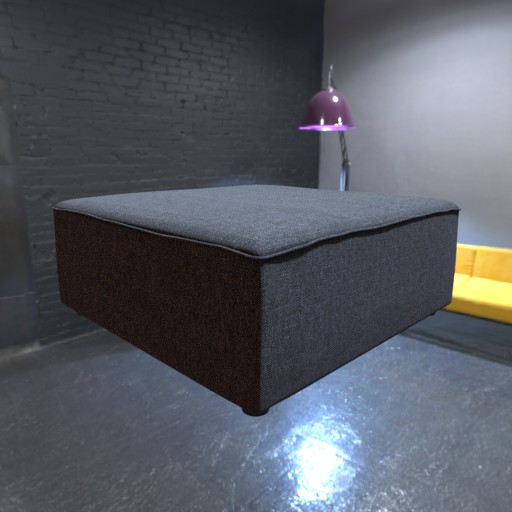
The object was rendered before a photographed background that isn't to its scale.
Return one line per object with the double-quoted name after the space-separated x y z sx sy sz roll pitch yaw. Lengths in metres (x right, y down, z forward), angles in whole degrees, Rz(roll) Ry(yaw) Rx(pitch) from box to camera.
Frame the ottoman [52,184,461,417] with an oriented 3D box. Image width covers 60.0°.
0.000 0.000 1.548 1.017 0.423 1.023 -13 18 -43 "ottoman"
